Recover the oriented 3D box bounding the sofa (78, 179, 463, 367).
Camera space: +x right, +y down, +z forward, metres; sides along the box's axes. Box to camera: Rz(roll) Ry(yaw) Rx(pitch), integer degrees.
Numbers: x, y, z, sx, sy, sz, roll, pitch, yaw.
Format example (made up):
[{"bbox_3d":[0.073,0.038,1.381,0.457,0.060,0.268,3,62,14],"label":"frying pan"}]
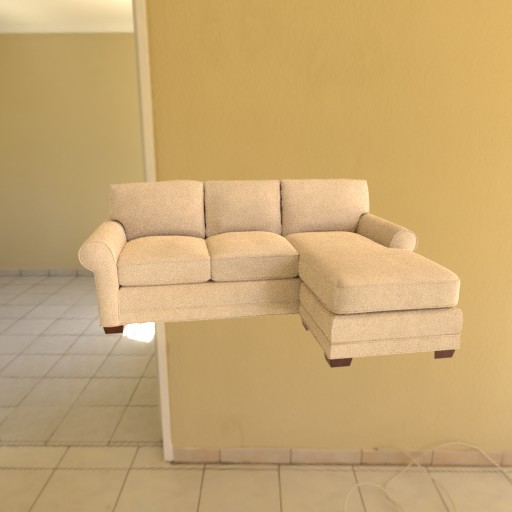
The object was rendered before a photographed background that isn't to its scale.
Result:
[{"bbox_3d":[0.000,0.000,2.362,1.770,0.734,1.226,-2,15,-9],"label":"sofa"}]
